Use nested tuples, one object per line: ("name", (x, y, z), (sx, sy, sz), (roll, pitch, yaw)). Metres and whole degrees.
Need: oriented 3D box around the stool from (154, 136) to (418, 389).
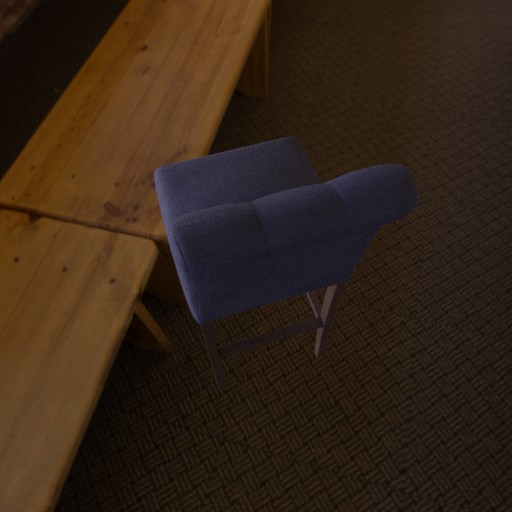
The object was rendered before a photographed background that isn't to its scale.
("stool", (0.000, 0.000, 1.383), (0.493, 1.140, 0.601), (-15, 60, -9))
